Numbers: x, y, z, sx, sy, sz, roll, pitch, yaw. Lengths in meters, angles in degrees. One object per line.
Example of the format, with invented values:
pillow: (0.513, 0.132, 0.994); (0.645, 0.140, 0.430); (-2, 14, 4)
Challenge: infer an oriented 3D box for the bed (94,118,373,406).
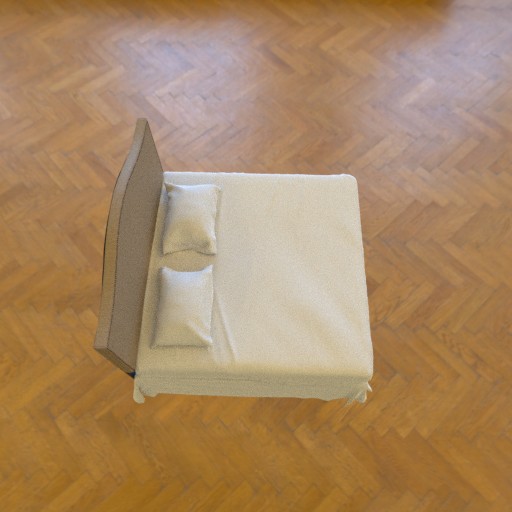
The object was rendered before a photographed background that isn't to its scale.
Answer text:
bed: (0.000, 0.000, 3.871); (2.222, 1.651, 2.311); (1, 64, 1)
